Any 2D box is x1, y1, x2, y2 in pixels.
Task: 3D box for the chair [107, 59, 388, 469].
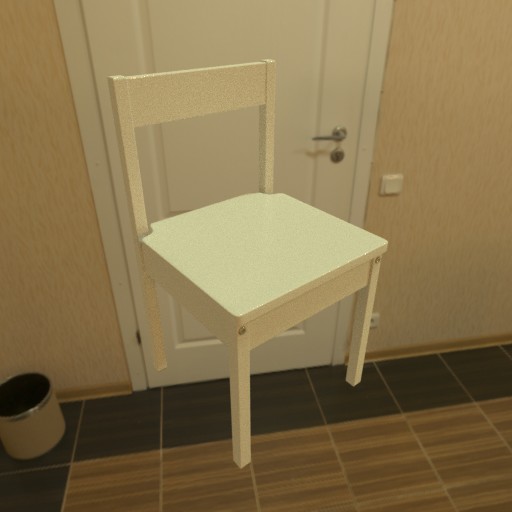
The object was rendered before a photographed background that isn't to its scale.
[{"bbox_3d":[0.000,0.000,0.890,0.367,0.668,0.361,-23,37,-33],"label":"chair"}]
